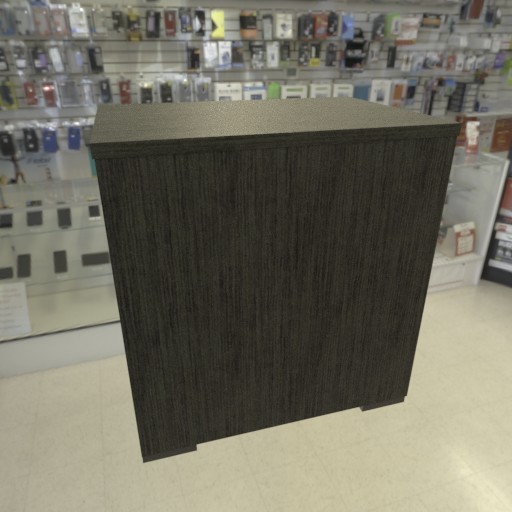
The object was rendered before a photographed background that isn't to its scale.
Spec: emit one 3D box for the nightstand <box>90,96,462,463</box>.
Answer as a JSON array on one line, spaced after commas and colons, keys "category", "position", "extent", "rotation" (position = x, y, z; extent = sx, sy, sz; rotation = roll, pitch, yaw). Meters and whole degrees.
[{"category": "nightstand", "position": [0.000, 0.000, 0.739], "extent": [0.441, 0.460, 0.325], "rotation": [-7, 27, -15]}]
